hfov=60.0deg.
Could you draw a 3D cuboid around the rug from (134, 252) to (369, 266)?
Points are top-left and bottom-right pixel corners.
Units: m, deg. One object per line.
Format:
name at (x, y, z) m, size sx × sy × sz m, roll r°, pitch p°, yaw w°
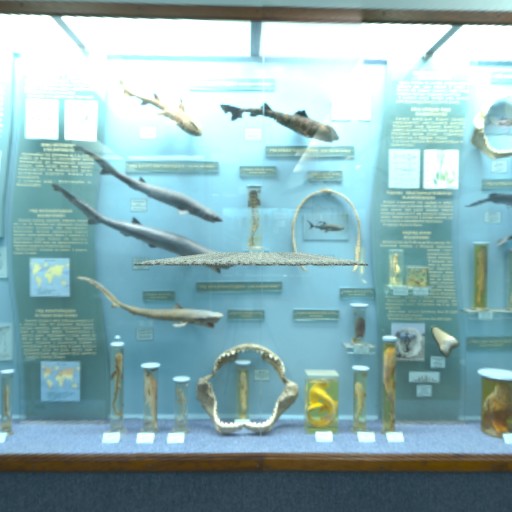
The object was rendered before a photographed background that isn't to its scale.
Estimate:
rug at (0.000, 0.000, 2.692) m, size 0.786 × 0.013 × 2.480 m, roll 0°, pitch 1°, yaw 1°
